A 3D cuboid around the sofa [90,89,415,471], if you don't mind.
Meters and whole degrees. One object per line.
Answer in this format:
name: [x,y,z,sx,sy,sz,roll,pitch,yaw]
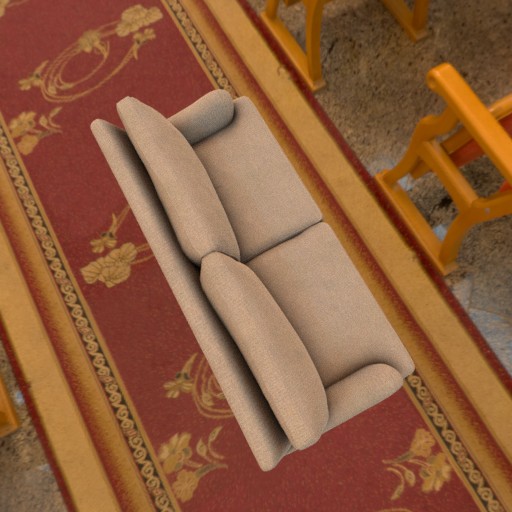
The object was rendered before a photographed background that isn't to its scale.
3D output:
sofa: [0.000,0.000,2.812,1.069,1.096,2.193,-28,76,-7]
